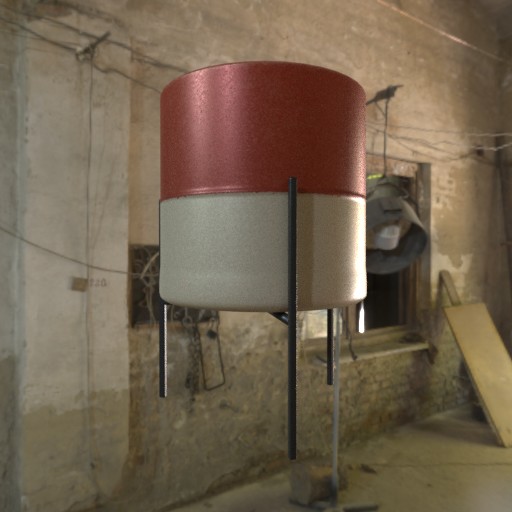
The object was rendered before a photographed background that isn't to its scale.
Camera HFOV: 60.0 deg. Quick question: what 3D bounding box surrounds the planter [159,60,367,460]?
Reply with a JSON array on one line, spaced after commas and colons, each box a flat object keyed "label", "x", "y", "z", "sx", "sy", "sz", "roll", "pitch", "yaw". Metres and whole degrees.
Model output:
[{"label": "planter", "x": 0.000, "y": 0.000, "z": 0.517, "sx": 0.251, "sy": 0.354, "sz": 0.235, "roll": 0, "pitch": 1, "yaw": 18}]
